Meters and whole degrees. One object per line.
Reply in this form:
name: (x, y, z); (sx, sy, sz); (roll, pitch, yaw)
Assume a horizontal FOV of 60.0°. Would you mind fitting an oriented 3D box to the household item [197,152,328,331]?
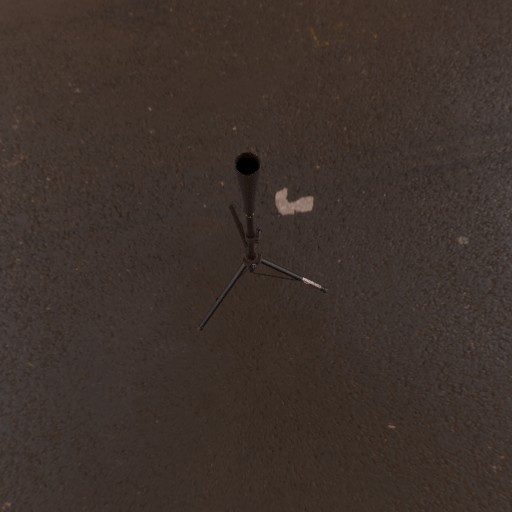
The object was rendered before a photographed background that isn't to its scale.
household item: (0.000, 0.000, 1.398); (0.559, 1.067, 0.559); (27, 77, 7)
